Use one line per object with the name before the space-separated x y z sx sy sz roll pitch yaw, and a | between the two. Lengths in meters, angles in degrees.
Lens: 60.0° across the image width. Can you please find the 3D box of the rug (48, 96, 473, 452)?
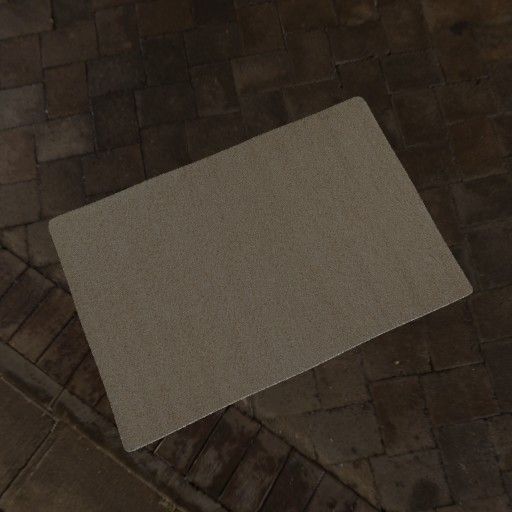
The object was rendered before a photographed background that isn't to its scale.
rug | 0.000 0.000 3.313 2.698 0.025 1.798 -23 77 -6
